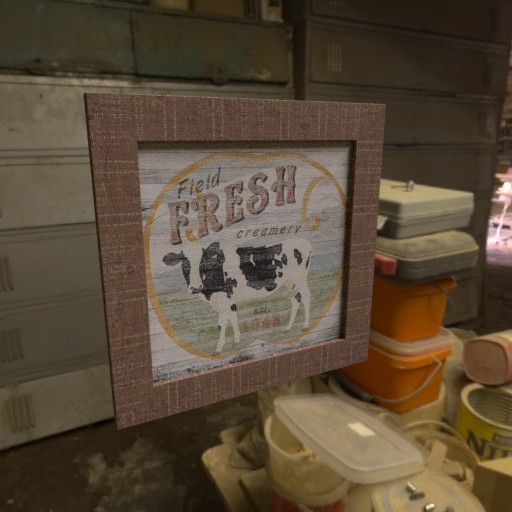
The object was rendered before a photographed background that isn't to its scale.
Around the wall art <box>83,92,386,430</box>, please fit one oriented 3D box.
[{"bbox_3d":[0.000,0.000,0.797,0.531,0.531,0.029,-7,17,-26],"label":"wall art"}]
